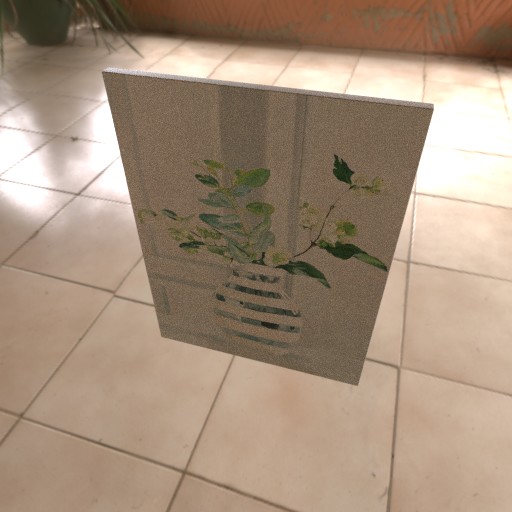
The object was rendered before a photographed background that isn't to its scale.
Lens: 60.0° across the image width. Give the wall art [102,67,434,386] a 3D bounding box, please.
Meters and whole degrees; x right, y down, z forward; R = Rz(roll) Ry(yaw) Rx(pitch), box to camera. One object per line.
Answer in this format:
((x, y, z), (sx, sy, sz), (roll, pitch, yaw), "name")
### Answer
((0.000, 0.000, 1.588), (0.914, 1.212, 0.038), (11, 43, 12), "wall art")
